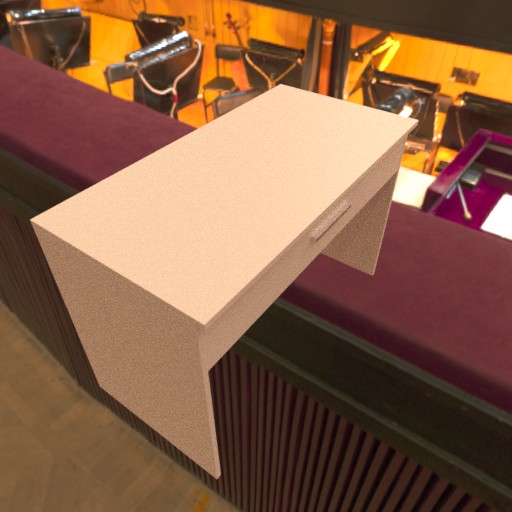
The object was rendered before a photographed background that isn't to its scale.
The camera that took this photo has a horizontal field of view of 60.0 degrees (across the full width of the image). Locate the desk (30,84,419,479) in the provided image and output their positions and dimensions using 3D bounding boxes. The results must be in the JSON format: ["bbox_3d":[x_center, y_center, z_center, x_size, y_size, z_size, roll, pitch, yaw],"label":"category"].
[{"bbox_3d":[0.000,0.000,1.528,0.560,0.730,1.100,26,47,26],"label":"desk"}]
